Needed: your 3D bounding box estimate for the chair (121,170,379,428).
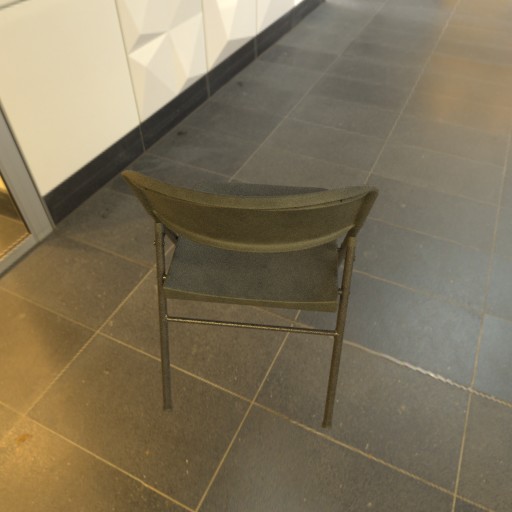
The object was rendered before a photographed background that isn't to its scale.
[{"bbox_3d":[0.000,0.000,1.175,0.494,0.810,0.566,4,46,4],"label":"chair"}]
